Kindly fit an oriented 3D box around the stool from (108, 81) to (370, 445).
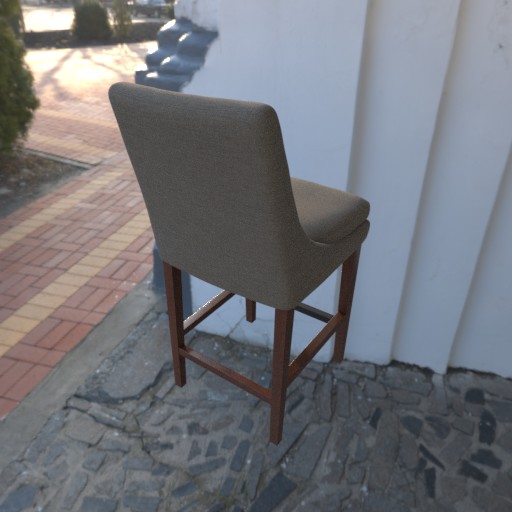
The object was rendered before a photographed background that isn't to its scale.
[{"bbox_3d":[0.000,0.000,1.282,0.470,0.981,0.577,20,36,30],"label":"stool"}]
